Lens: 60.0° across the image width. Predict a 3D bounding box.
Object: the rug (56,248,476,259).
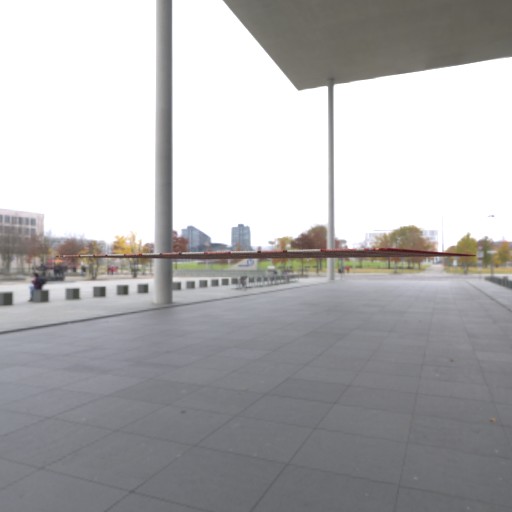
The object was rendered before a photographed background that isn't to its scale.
[{"bbox_3d":[0.000,0.000,3.017,2.431,0.010,1.535,-1,-1,38],"label":"rug"}]
